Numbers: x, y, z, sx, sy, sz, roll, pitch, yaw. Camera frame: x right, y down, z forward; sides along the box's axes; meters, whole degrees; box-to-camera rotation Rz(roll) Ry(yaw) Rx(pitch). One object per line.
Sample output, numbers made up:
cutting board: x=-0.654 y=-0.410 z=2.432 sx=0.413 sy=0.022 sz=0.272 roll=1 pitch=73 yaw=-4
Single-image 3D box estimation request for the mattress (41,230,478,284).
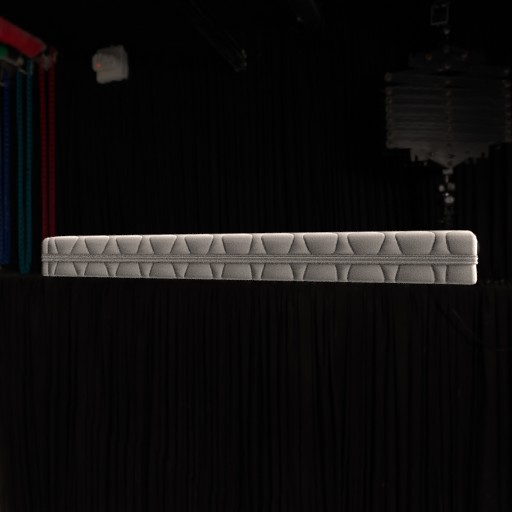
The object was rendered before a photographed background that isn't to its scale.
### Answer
mattress: x=0.000 y=0.000 z=2.353 sx=2.000 sy=0.200 sz=0.900 roll=0 pitch=0 yaw=18
